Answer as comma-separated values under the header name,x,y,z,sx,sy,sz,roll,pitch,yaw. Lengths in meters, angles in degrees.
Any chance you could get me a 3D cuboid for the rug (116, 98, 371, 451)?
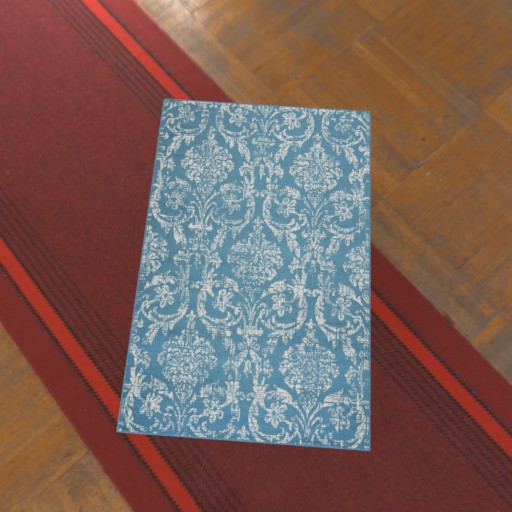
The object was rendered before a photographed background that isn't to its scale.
name,x,y,z,sx,sy,sz,roll,pitch,yaw
rug,0.000,0.000,3.517,1.816,0.018,2.746,4,75,1
